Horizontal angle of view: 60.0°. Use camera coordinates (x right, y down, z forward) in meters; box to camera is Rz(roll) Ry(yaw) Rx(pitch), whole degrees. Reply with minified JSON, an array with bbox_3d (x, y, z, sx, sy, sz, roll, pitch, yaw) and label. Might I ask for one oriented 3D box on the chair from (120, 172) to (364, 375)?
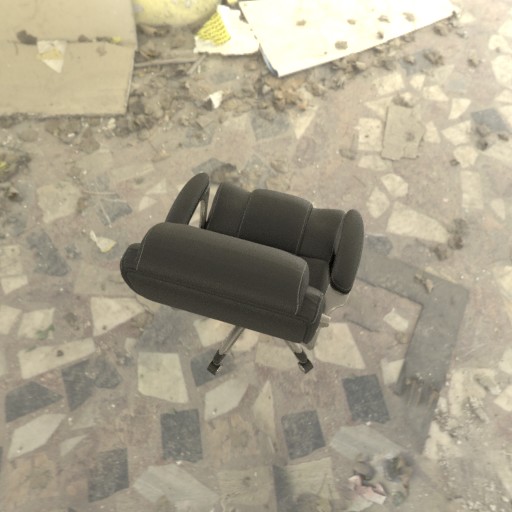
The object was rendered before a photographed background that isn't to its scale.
[{"bbox_3d":[0.000,0.000,1.660,0.741,1.167,0.784,15,64,8],"label":"chair"}]
